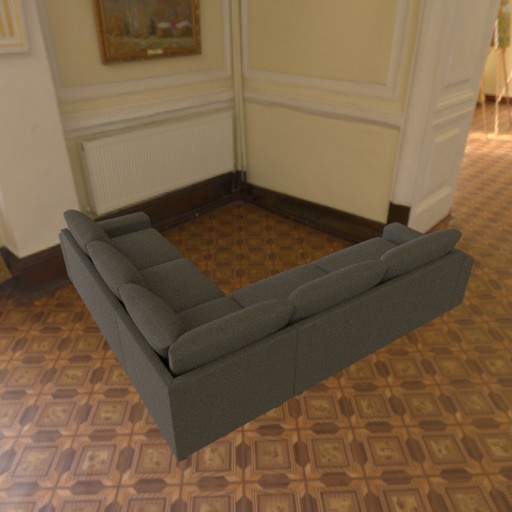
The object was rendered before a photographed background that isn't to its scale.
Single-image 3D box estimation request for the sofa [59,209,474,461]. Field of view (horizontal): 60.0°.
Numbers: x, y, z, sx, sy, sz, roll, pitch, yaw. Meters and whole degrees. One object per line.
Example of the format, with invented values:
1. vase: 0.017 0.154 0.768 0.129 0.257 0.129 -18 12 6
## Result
1. sofa: 0.000 0.000 4.677 3.277 0.965 2.895 -19 35 -29
